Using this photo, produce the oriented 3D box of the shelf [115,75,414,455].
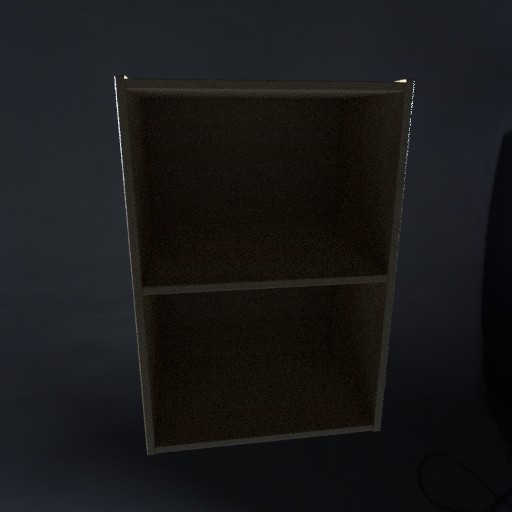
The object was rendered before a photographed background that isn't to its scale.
[{"bbox_3d":[0.000,0.000,0.822,0.414,0.592,0.290,-3,17,-8],"label":"shelf"}]
